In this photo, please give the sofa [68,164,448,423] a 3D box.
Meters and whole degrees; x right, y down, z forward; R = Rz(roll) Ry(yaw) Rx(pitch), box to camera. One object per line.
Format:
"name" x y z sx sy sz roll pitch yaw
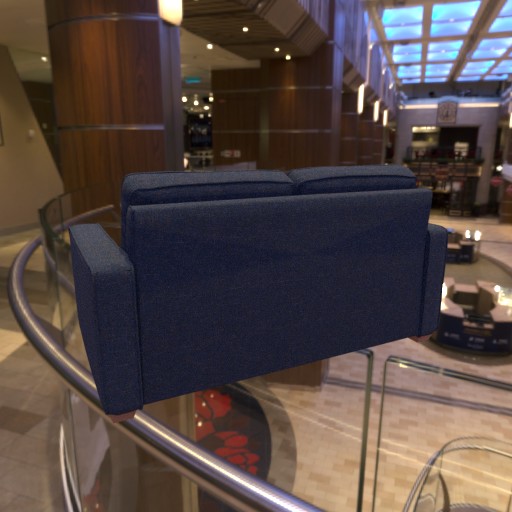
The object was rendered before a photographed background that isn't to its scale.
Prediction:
"sofa" 0.000 0.000 2.264 1.709 0.918 0.947 -7 16 -26
